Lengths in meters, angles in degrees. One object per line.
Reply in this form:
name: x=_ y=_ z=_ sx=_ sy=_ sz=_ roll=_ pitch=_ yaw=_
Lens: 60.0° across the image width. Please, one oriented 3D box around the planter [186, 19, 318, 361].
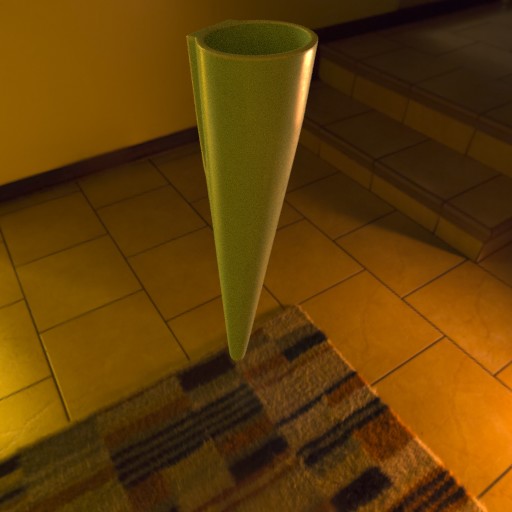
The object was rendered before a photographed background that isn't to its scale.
planter: x=0.000 y=0.000 z=0.288 sx=0.055 sy=0.268 sz=0.054 roll=27 pitch=49 yaw=26
